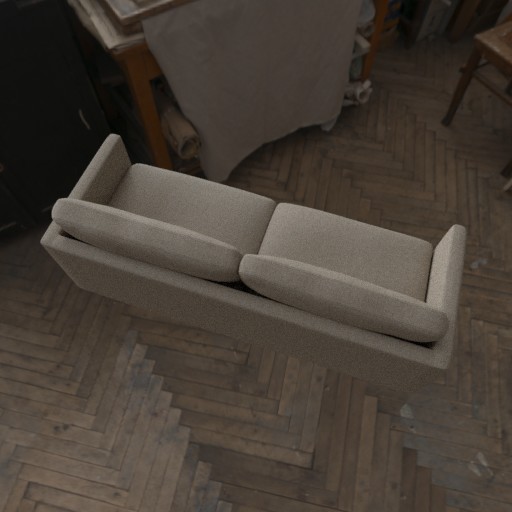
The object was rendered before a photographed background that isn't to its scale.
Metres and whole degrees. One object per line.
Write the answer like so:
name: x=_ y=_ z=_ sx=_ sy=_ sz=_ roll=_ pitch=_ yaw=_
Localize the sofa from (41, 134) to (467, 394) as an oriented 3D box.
sofa: x=0.000 y=0.000 z=2.896 sx=2.434 sy=0.965 sz=0.951 roll=16 pitch=63 yaw=8
